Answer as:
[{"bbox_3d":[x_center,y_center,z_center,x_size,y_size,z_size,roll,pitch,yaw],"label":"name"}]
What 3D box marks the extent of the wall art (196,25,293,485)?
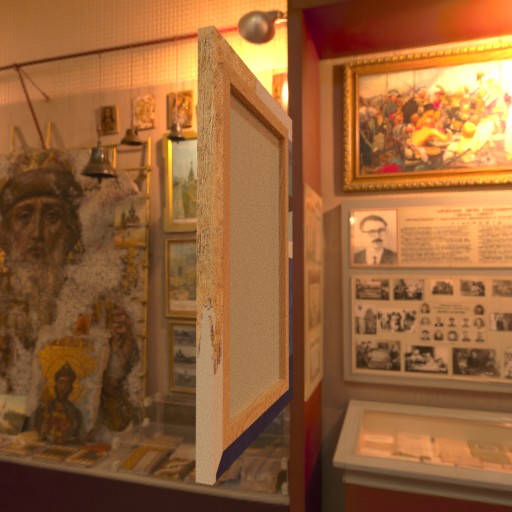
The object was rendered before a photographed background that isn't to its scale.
[{"bbox_3d":[0.000,0.000,1.169,0.039,0.911,0.607,-1,-2,19],"label":"wall art"}]
